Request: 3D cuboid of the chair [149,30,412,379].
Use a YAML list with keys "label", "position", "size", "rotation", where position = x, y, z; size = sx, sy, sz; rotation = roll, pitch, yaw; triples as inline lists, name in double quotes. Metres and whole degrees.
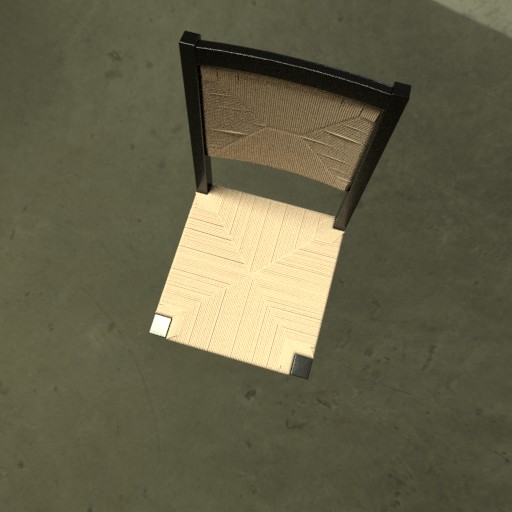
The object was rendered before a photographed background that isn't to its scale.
- label: "chair"
  position: [0.000, 0.000, 1.194]
  size: [0.437, 0.927, 0.552]
  rotation: [15, 76, 4]
